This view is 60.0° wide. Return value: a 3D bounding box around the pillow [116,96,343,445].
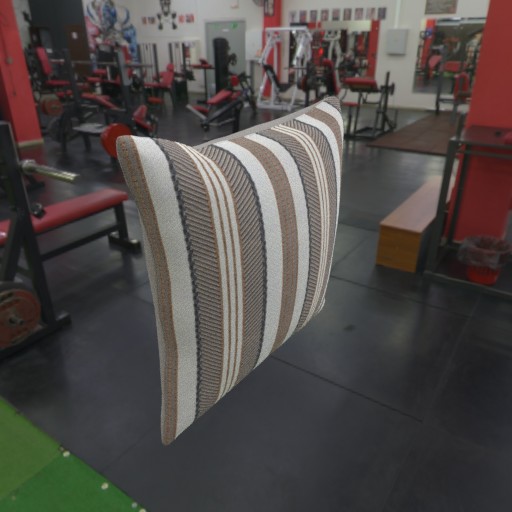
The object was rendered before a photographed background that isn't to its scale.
[{"bbox_3d":[0.000,0.000,0.637,0.173,0.401,0.416,19,32,33],"label":"pillow"}]
